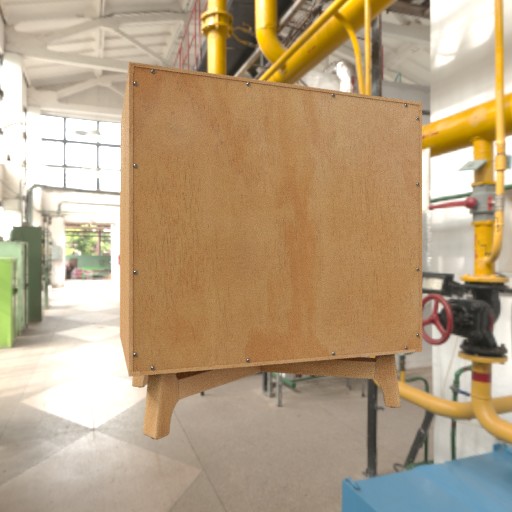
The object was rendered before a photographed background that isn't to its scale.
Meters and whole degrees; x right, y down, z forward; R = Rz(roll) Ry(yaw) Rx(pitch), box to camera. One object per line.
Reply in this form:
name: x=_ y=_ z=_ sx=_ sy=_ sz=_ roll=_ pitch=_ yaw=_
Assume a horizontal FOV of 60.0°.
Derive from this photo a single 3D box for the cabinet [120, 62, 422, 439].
cabinet: x=0.000 y=0.000 z=0.960 sx=0.551 sy=0.599 sz=0.394 roll=0 pitch=0 yaw=-19
